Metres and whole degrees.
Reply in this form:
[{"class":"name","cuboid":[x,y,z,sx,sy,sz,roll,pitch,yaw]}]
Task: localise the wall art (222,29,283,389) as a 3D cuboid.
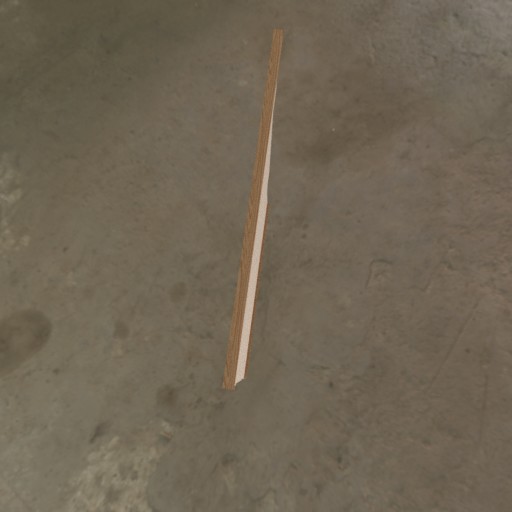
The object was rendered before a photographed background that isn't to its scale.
[{"class":"wall art","cuboid":[0.000,0.000,1.342,0.020,1.016,0.739,7,76,2]}]
